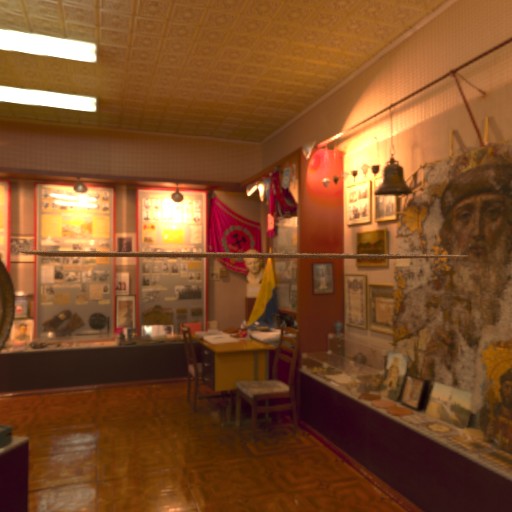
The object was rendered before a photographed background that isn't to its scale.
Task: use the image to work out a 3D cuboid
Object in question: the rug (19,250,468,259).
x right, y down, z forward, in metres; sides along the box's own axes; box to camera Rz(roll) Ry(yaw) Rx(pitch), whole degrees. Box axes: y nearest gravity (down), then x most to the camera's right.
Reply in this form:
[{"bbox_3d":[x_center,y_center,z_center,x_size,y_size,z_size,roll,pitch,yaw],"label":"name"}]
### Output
[{"bbox_3d":[0.000,0.000,2.675,2.446,0.011,0.768,0,-2,-18],"label":"rug"}]
